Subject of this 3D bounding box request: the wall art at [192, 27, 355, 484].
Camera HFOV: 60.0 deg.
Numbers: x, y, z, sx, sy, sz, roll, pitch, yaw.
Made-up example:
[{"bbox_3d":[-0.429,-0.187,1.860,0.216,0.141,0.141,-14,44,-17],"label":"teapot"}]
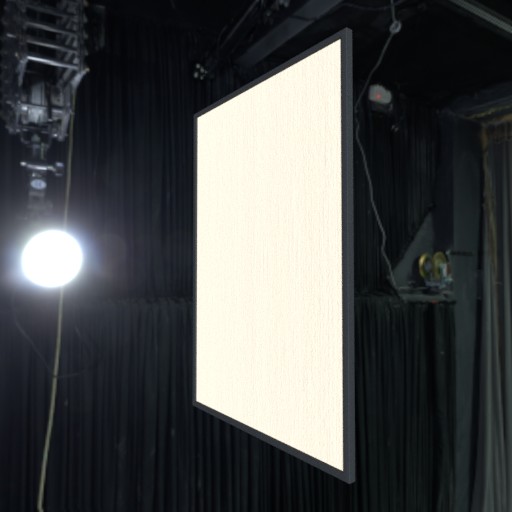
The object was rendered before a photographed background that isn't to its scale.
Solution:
[{"bbox_3d":[0.000,0.000,0.824,0.013,0.657,0.457,1,-2,-37],"label":"wall art"}]
